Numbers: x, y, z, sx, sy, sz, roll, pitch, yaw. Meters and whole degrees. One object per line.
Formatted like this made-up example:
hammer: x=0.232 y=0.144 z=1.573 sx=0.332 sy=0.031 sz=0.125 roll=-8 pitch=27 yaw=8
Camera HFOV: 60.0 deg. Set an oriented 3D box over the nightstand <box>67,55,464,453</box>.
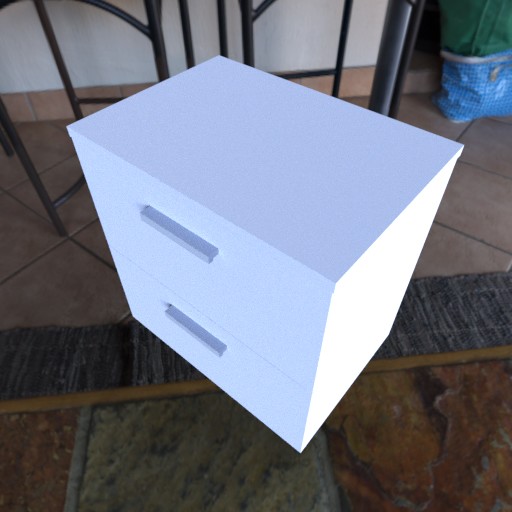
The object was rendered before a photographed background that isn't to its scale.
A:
nightstand: x=0.000 y=0.000 z=0.761 sx=0.441 sy=0.460 sz=0.325 roll=31 pitch=54 yaw=26
